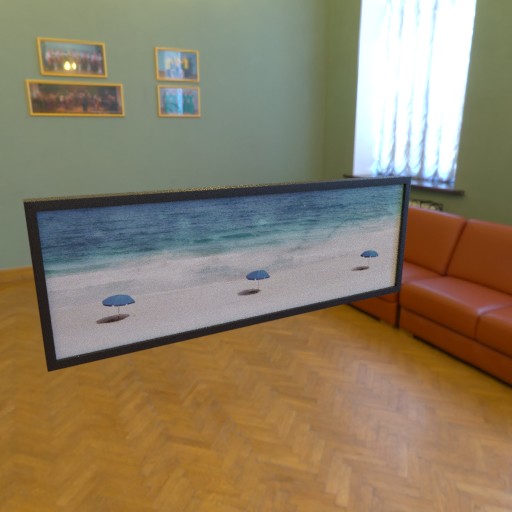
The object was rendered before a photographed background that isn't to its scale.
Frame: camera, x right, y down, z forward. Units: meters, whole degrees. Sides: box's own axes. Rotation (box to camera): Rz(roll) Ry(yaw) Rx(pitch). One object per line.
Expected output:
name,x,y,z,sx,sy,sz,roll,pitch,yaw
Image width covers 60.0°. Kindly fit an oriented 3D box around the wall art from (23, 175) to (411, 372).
wall art,0.000,0.000,0.958,0.860,0.303,0.037,-8,18,-27
